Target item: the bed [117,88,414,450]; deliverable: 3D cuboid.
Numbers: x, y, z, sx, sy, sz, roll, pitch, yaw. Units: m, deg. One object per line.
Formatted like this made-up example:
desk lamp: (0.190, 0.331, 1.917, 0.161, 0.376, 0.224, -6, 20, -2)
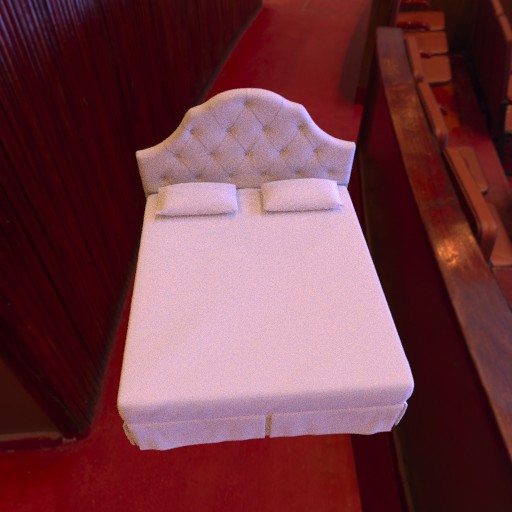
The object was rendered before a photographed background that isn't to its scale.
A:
bed: (0.000, 0.000, 3.394, 2.008, 1.615, 2.214, -3, 47, -3)
